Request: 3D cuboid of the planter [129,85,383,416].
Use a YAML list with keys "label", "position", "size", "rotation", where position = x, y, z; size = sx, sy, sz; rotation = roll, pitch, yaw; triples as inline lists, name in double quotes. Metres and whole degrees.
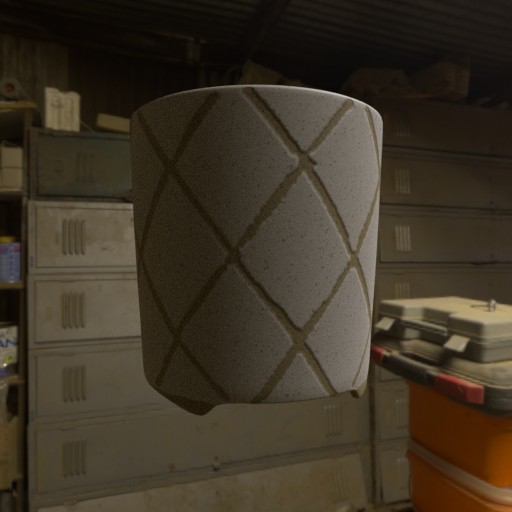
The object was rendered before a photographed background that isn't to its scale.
- label: "planter"
  position: [0.000, 0.000, 0.415]
  size: [0.228, 0.235, 0.228]
  rotation: [0, 0, 0]
